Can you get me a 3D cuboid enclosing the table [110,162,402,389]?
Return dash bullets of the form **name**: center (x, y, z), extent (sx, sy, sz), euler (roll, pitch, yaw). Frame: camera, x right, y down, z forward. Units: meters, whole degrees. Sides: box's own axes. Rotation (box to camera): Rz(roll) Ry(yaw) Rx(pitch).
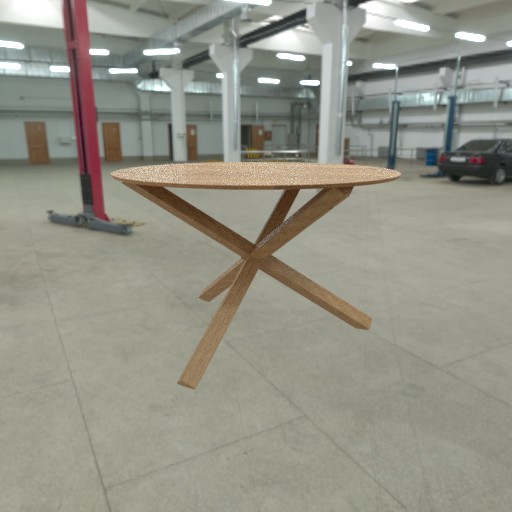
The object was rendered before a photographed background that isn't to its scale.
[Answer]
- **table**: center (0.000, 0.000, 1.745), extent (1.038, 0.666, 1.038), euler (0, 15, 0)
